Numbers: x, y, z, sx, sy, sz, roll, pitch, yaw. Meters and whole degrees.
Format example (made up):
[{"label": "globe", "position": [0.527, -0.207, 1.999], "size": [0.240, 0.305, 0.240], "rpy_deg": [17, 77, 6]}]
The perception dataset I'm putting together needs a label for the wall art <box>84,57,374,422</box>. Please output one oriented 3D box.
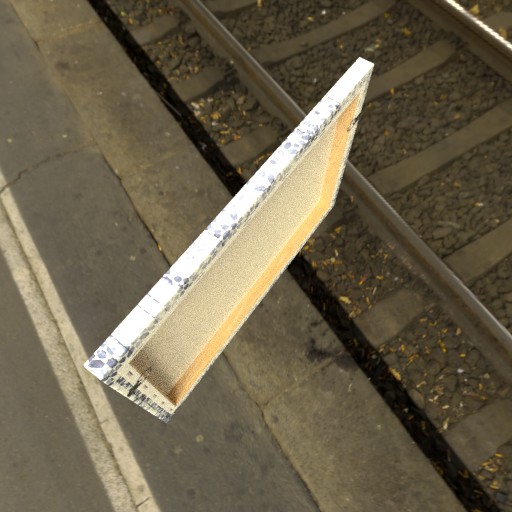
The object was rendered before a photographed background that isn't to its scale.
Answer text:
[{"label": "wall art", "position": [0.000, 0.000, 0.775], "size": [0.030, 0.406, 0.608], "rpy_deg": [33, 68, 15]}]
